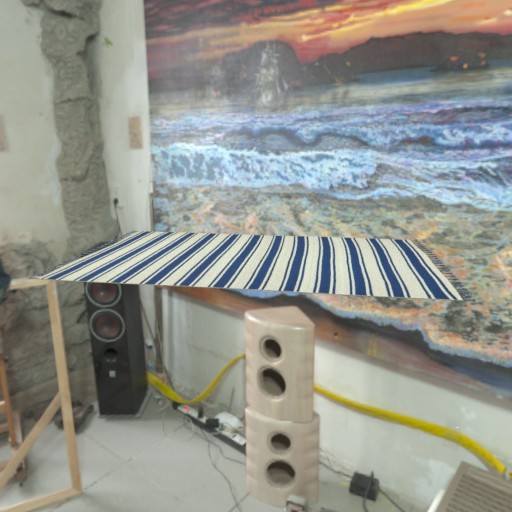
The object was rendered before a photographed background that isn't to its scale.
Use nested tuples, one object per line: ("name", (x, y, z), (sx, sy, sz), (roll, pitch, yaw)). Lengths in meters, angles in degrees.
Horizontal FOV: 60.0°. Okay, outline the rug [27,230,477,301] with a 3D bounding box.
("rug", (0.000, 0.000, 2.619), (2.108, 0.009, 1.248), (2, 14, 9))
